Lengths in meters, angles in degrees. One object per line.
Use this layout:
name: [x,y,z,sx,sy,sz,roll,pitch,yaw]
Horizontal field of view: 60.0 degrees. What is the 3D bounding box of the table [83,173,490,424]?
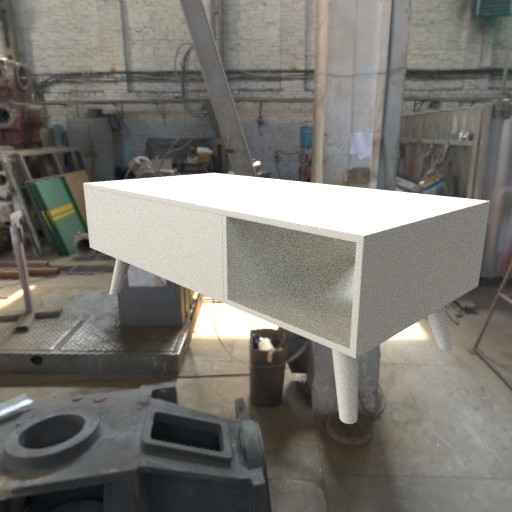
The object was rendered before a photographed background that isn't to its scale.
table: [0.000,0.000,1.467,0.609,0.432,1.194,-14,21,-42]
